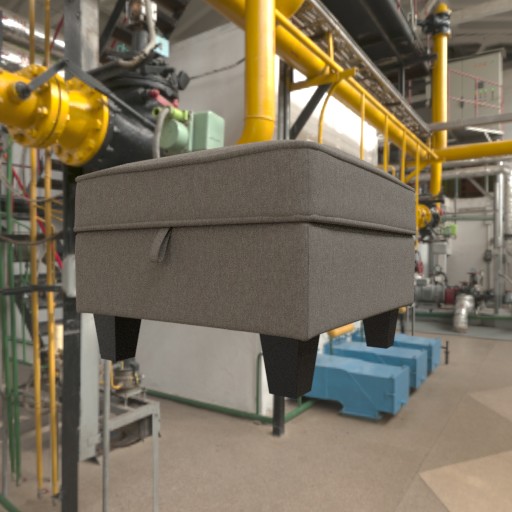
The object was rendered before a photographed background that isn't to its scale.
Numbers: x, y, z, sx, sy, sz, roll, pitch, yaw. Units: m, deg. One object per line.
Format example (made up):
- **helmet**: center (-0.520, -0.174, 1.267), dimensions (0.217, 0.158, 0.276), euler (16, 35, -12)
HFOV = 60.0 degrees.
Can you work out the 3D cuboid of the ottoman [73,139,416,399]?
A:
- **ottoman**: center (0.000, 0.000, 1.411), dimensions (0.808, 0.612, 0.871), euler (0, 0, 34)
